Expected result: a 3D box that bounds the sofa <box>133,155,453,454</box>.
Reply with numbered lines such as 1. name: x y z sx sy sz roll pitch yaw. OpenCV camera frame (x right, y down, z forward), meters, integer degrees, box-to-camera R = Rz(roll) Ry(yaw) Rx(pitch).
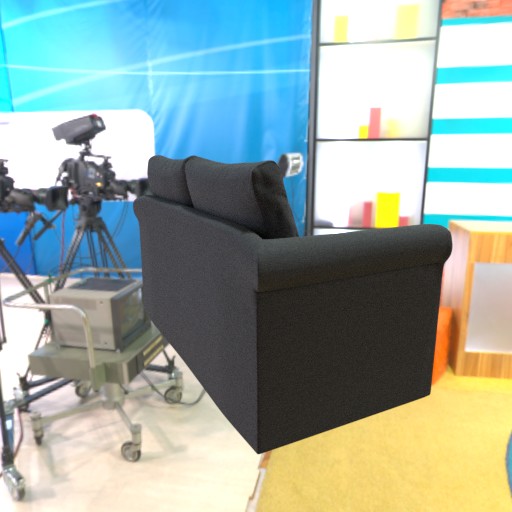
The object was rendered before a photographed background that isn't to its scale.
1. sofa: 0.000 0.000 1.963 0.741 0.872 1.460 -7 15 -27
